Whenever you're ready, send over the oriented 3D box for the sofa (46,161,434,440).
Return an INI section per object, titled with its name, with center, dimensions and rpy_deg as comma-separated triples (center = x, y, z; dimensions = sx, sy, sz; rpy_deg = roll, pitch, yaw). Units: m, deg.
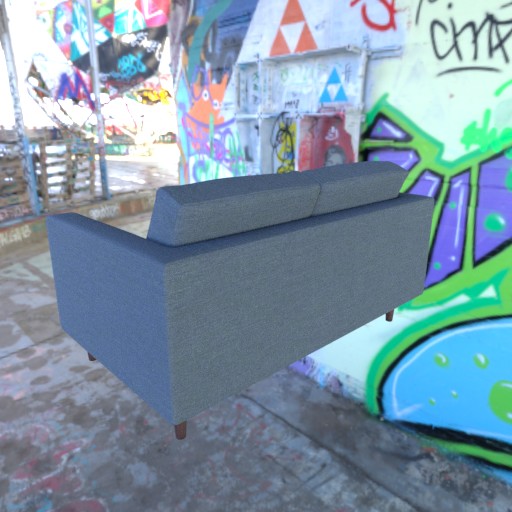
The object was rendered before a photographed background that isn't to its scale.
[sofa]
center = 0.000, 0.000, 2.216
dimensions = 1.659, 0.907, 0.999
rpy_deg = -15, 23, -41
